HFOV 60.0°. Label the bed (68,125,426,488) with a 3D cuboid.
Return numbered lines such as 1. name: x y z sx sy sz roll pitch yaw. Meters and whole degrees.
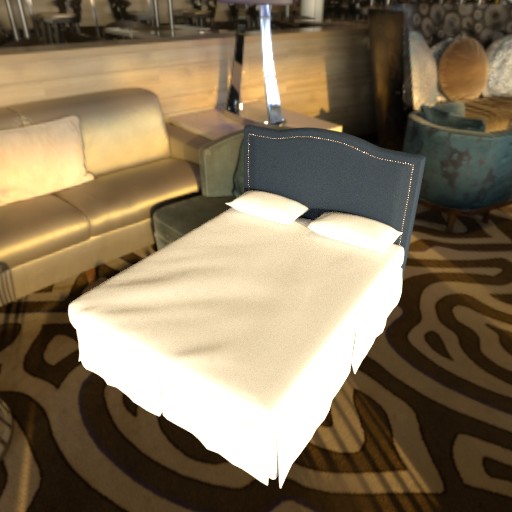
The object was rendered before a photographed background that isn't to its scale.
1. bed: 0.000 0.000 3.389 1.821 1.436 2.282 19 36 29
